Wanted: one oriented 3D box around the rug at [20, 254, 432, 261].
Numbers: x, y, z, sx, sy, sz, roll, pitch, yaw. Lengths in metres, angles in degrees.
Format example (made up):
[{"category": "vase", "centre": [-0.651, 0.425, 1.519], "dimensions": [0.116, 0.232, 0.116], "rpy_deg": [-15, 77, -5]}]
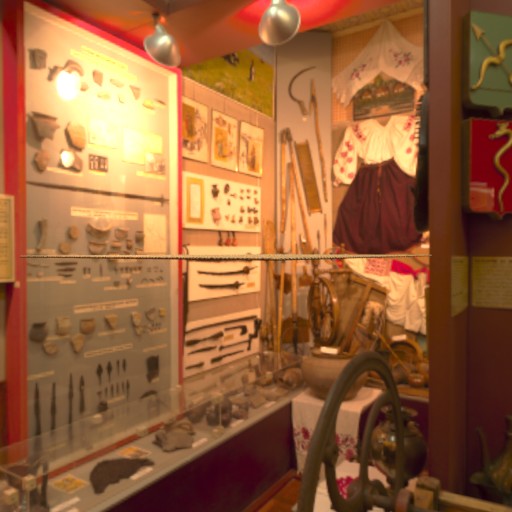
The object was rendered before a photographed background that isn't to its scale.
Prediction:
[{"category": "rug", "centre": [0.000, 0.000, 4.170], "dimensions": [2.439, 0.014, 3.207], "rpy_deg": [0, 1, 35]}]
